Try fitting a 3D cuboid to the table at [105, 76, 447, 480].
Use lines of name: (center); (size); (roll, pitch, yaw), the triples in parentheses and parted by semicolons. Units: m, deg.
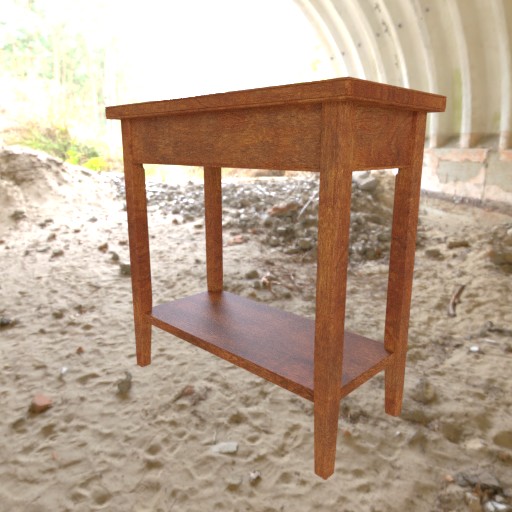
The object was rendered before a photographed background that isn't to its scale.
table: (0.000, 0.000, 0.925); (0.610, 0.610, 0.305); (13, 19, 42)
